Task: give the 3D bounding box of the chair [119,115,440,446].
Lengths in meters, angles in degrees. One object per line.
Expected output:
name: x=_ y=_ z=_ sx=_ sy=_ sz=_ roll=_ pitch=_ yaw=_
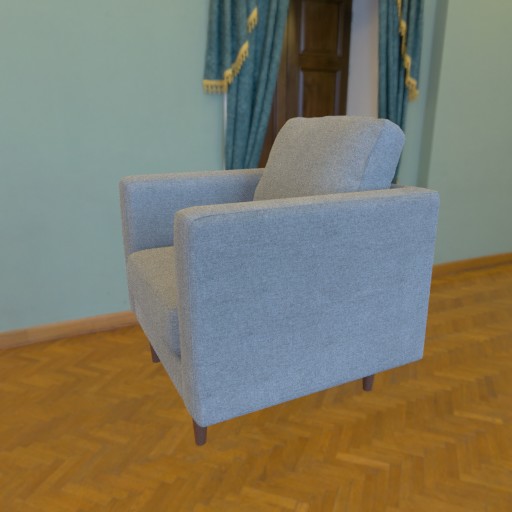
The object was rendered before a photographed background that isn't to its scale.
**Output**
chair: x=0.000 y=0.000 z=1.532 sx=0.800 sy=0.927 sz=0.855 roll=-8 pitch=18 yaw=-25
